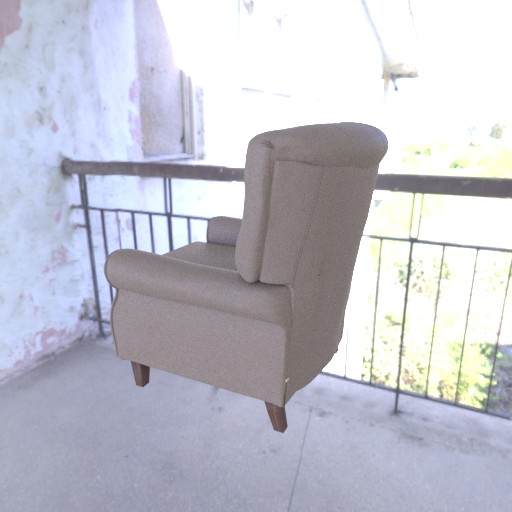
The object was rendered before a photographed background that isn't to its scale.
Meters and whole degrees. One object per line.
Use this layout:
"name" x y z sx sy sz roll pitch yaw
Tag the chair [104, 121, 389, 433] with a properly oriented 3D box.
"chair" 0.000 0.000 1.959 1.041 1.138 0.999 8 19 26
